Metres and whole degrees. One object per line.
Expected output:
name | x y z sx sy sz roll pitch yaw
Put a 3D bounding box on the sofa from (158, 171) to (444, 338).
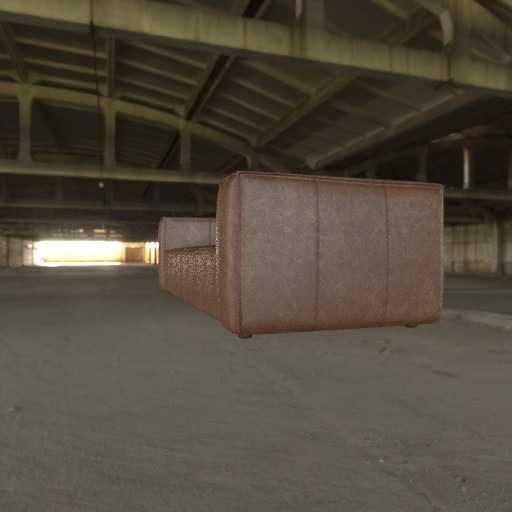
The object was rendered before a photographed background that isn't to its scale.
sofa | 0.000 0.000 3.124 1.102 0.701 2.581 0 0 -19
